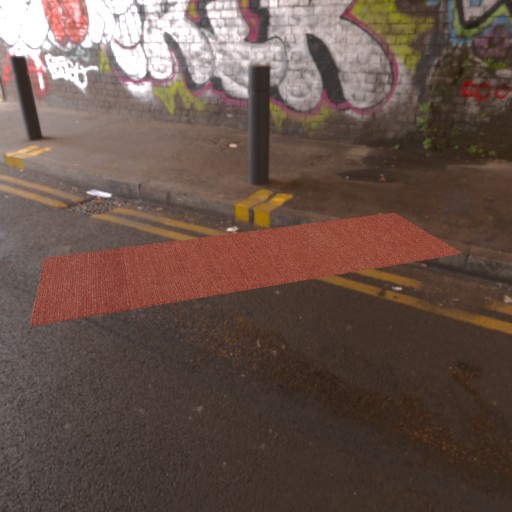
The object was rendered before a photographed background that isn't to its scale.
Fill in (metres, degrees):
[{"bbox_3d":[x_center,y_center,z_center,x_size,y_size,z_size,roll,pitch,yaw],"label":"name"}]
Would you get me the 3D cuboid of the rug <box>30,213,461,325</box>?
[{"bbox_3d":[0.000,0.000,2.550,2.307,0.012,0.687,-8,28,-16],"label":"rug"}]
